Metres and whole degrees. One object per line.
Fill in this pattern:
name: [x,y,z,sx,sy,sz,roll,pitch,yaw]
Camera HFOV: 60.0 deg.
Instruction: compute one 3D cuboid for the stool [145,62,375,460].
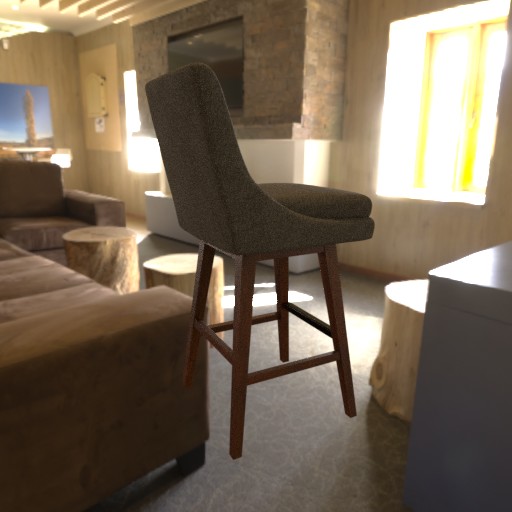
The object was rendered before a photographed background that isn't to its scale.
stool: [0.000,0.000,1.423,0.572,1.068,0.489,-8,16,-27]
